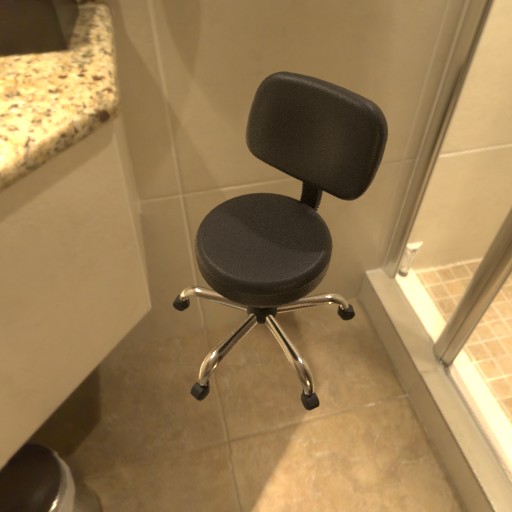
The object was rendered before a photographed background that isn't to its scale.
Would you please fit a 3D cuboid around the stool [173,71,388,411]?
[{"bbox_3d":[0.000,0.000,1.324,0.673,0.862,0.648,31,54,25],"label":"stool"}]
